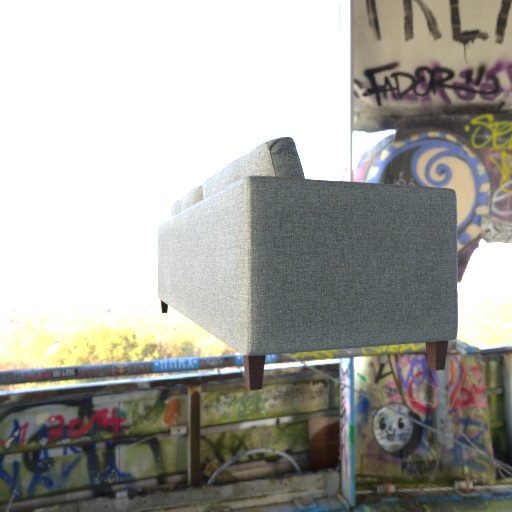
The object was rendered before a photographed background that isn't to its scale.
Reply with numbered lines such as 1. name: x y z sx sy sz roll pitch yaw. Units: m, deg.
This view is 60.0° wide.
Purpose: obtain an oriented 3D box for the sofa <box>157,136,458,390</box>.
1. sofa: 0.000 0.000 2.783 0.948 0.951 2.434 0 0 -20
